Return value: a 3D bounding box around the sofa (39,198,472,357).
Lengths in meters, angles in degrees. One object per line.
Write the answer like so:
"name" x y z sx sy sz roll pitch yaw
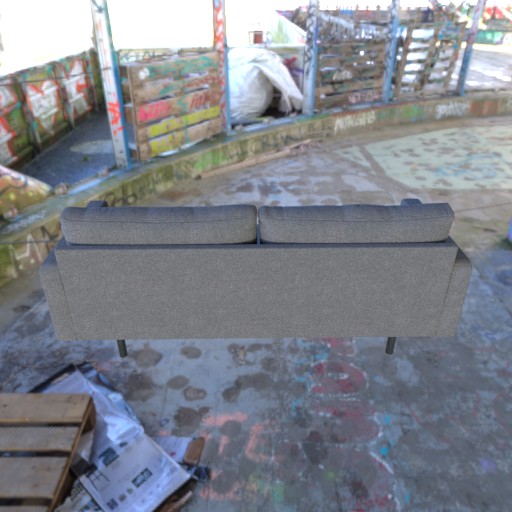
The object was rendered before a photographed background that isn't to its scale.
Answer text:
"sofa" 0.000 0.000 2.589 2.100 0.880 0.880 0 30 -1
